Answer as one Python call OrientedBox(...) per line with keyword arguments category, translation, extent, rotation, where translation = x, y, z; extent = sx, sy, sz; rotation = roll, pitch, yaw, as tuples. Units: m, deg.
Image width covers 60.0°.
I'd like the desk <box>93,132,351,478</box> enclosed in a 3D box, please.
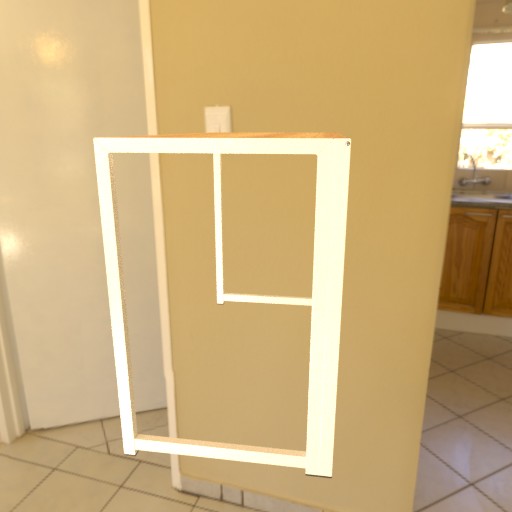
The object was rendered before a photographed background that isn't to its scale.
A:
OrientedBox(category="desk", translation=(0.000, 0.000, 1.437), extent=(0.508, 0.762, 1.016), rotation=(2, 16, 8))
